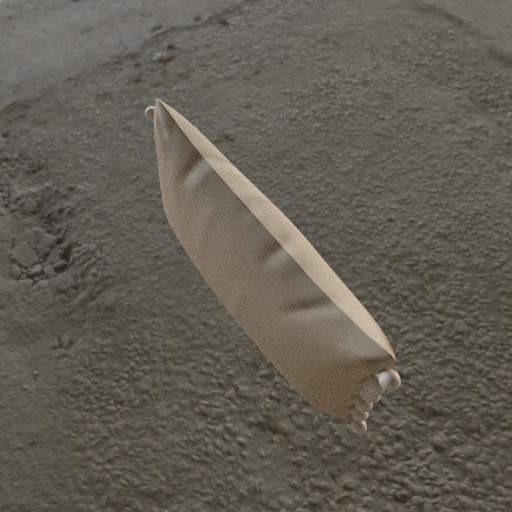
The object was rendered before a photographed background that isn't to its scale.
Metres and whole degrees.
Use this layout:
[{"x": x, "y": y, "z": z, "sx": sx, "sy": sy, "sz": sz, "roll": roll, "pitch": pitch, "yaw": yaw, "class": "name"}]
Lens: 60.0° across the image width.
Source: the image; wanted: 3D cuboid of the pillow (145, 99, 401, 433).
[{"x": 0.000, "y": 0.000, "z": 0.856, "sx": 0.201, "sy": 0.322, "sz": 0.709, "roll": -31, "pitch": 62, "yaw": -19, "class": "pillow"}]
